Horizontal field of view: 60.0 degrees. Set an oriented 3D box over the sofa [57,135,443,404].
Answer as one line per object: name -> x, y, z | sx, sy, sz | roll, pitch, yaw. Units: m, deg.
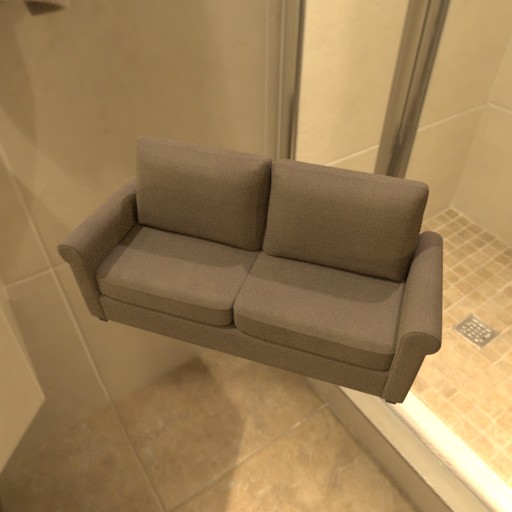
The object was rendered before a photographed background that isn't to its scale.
sofa -> 0.000, 0.000, 2.470 | 1.935, 0.942, 0.842 | 13, 43, 14
